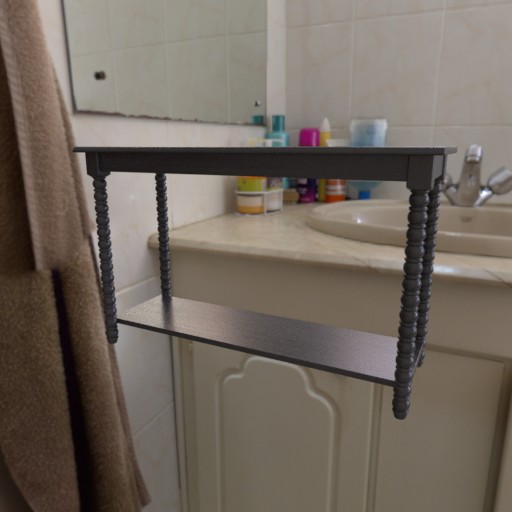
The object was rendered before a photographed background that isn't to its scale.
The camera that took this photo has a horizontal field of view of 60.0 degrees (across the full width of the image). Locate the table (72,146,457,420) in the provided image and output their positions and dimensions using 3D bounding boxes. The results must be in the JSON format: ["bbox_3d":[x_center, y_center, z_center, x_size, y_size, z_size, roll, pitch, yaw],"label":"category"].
[{"bbox_3d":[0.000,0.000,1.534,1.184,0.735,0.459,7,15,26],"label":"table"}]
